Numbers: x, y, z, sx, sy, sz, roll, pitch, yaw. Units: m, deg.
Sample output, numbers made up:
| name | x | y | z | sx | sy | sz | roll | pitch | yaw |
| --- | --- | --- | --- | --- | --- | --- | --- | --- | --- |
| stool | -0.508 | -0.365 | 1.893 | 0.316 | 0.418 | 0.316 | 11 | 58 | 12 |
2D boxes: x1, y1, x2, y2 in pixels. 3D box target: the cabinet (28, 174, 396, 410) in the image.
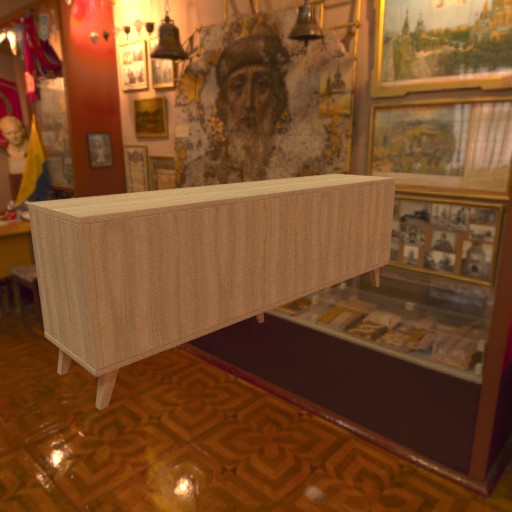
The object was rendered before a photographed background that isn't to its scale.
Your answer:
| name | x | y | z | sx | sy | sz | roll | pitch | yaw |
| --- | --- | --- | --- | --- | --- | --- | --- | --- | --- |
| cabinet | 0.000 | 0.000 | 2.525 | 0.499 | 0.779 | 2.198 | 14 | 20 | 43 |
